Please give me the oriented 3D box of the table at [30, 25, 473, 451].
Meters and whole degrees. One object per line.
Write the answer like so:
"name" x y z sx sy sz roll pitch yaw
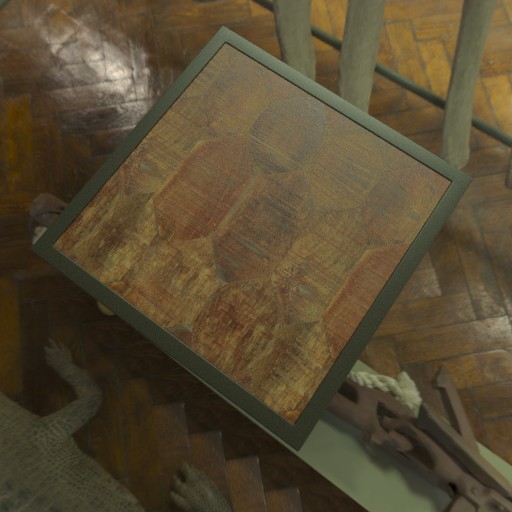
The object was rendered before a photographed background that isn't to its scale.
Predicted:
"table" 0.000 0.000 0.969 0.500 0.565 0.500 35 79 8
